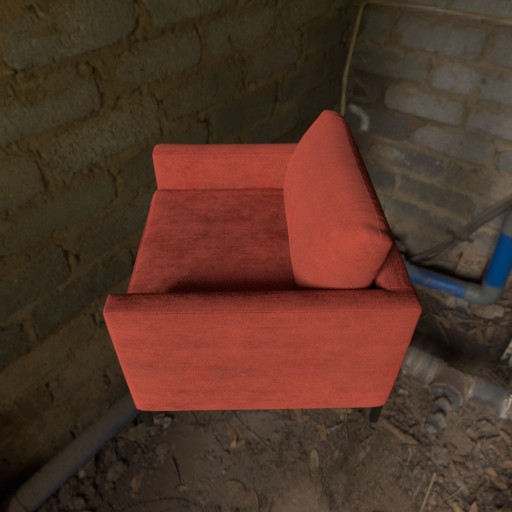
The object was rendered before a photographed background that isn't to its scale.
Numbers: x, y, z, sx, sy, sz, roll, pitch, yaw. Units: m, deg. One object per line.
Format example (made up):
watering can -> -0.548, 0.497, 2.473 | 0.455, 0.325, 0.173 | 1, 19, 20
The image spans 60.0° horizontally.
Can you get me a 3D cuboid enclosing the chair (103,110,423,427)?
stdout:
chair -> 0.000, 0.000, 1.647 | 0.875, 0.812, 0.964 | -1, 42, -1
